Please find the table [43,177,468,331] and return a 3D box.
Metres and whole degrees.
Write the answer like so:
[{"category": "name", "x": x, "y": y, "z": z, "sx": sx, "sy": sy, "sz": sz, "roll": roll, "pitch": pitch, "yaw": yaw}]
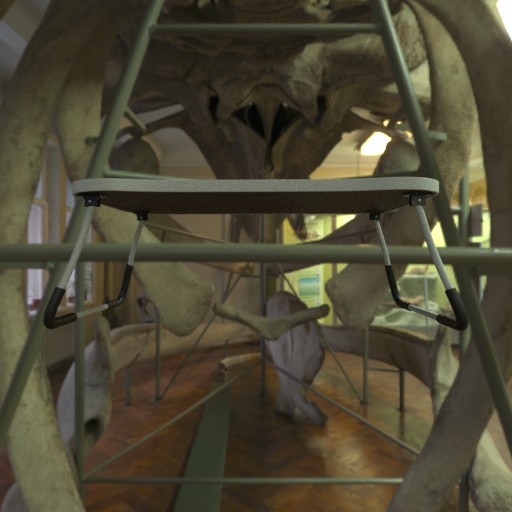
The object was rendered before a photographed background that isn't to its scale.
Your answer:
[{"category": "table", "x": 0.000, "y": 0.000, "z": 0.852, "sx": 0.660, "sy": 0.232, "sz": 0.400, "roll": 0, "pitch": 0, "yaw": 2}]
